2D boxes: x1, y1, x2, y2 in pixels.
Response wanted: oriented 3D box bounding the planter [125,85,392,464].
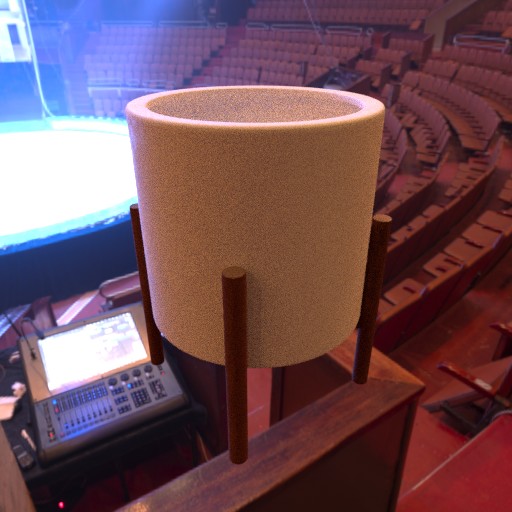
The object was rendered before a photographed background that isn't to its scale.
[{"bbox_3d":[0.000,0.000,0.870,0.421,0.581,0.420,-18,32,-30],"label":"planter"}]
